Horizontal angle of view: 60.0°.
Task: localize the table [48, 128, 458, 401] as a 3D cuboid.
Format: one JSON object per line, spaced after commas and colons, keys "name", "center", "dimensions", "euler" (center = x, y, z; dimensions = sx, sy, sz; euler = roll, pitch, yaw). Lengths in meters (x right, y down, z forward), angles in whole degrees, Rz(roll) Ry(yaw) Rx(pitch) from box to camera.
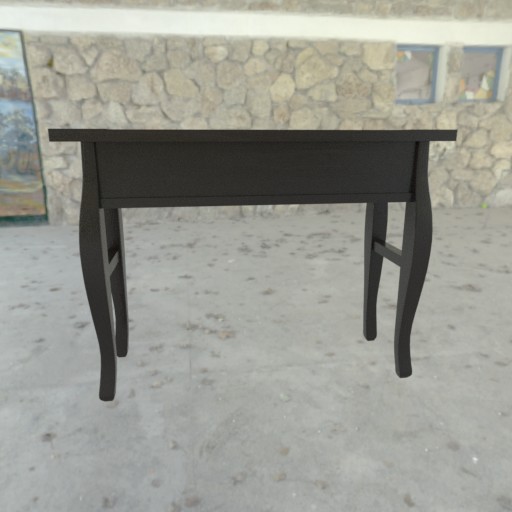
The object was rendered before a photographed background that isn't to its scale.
{"name": "table", "center": [0.000, 0.000, 1.406], "dimensions": [1.062, 0.768, 0.373], "euler": [-2, 15, -8]}
